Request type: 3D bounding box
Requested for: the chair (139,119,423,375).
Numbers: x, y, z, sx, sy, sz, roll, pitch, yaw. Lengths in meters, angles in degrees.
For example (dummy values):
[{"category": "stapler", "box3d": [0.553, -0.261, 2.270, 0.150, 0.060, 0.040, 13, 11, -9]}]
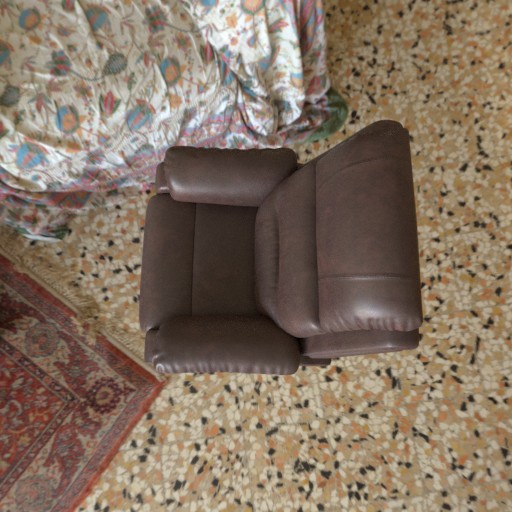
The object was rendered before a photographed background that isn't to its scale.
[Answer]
[{"category": "chair", "box3d": [0.000, 0.000, 1.651, 0.919, 0.992, 0.855, 1, 77, 0]}]
